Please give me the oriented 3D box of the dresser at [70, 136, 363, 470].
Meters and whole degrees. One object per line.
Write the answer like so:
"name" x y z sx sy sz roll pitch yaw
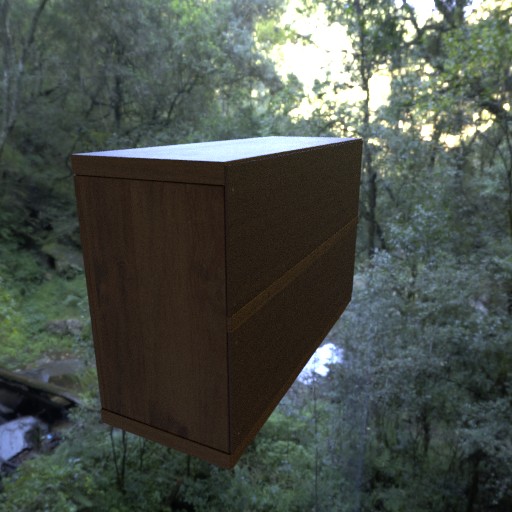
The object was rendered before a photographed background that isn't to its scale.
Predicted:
"dresser" 0.000 0.000 1.680 0.479 0.825 1.261 8 19 25
